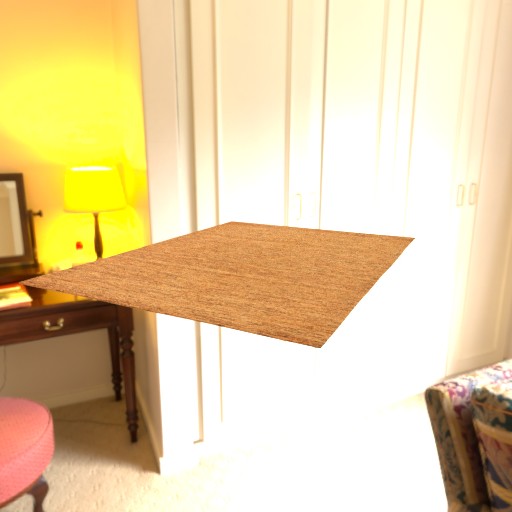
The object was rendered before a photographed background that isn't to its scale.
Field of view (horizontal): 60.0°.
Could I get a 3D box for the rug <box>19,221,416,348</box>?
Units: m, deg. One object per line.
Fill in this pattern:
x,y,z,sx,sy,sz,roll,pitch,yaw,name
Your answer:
0.000,0.000,4.229,2.438,0.012,3.200,7,16,27,rug
